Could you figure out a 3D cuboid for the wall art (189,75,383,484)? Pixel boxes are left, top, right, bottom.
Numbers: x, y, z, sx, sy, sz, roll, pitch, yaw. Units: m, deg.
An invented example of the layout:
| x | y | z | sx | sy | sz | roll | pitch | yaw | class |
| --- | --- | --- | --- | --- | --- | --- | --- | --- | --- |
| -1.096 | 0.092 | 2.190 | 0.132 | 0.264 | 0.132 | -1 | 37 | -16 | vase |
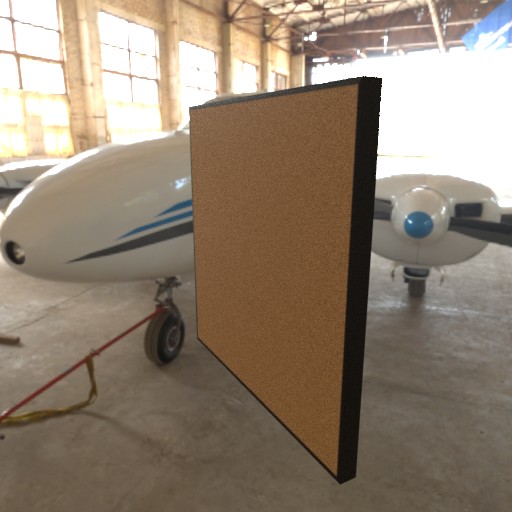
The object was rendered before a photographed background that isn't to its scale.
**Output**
| x | y | z | sx | sy | sz | roll | pitch | yaw | class |
| --- | --- | --- | --- | --- | --- | --- | --- | --- | --- |
| 0.000 | 0.000 | 0.750 | 0.028 | 0.511 | 0.513 | -8 | 17 | -28 | wall art |
